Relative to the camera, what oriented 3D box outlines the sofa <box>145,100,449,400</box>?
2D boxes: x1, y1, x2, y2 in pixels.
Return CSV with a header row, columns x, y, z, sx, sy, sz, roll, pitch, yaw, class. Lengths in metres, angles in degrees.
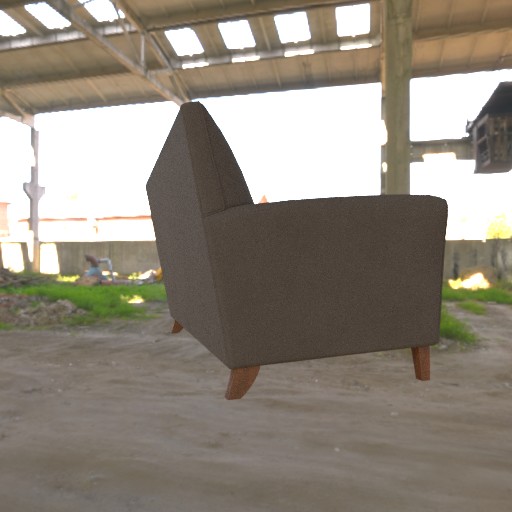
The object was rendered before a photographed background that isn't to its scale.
x,y,z,sx,sy,sz,roll,pitch,yaw,class
0.000,0.000,1.975,0.871,0.846,1.420,0,-1,-18,sofa
